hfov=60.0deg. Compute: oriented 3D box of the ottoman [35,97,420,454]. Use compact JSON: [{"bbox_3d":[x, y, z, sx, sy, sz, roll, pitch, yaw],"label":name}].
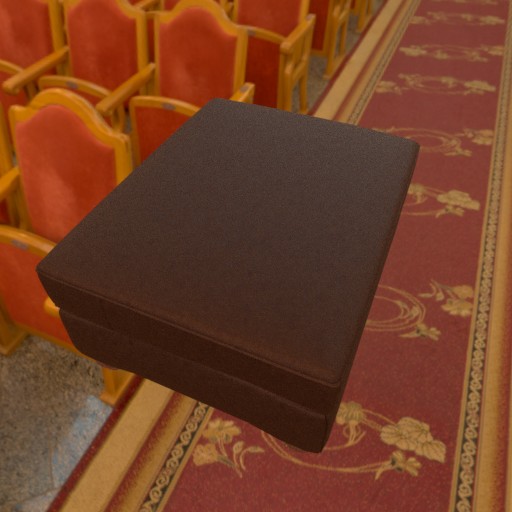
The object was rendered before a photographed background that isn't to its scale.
[{"bbox_3d":[0.000,0.000,1.776,0.967,0.730,1.187,18,49,16],"label":"ottoman"}]
